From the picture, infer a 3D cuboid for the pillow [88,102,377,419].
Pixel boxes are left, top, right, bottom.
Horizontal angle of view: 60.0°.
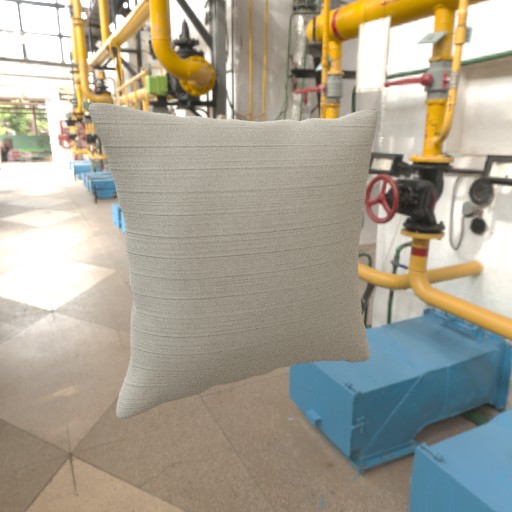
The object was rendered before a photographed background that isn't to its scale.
[{"bbox_3d":[0.000,0.000,0.715,0.470,0.464,0.175,-7,16,-24],"label":"pillow"}]
